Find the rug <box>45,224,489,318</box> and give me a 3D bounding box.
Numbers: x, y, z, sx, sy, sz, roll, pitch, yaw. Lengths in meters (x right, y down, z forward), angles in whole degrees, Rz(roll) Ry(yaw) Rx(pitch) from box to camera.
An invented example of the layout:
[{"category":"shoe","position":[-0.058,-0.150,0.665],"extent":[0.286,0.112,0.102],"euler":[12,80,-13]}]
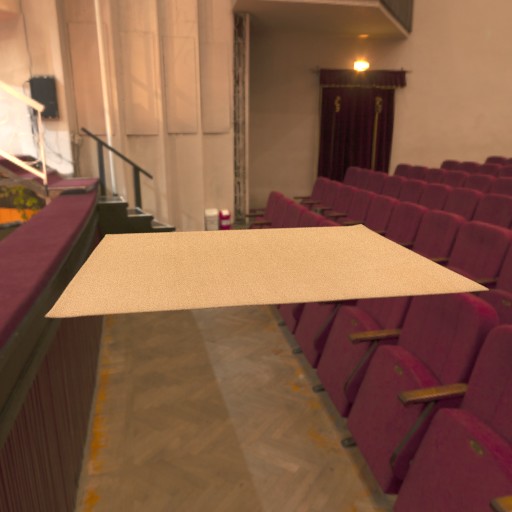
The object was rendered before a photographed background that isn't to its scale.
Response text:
[{"category":"rug","position":[0.000,0.000,3.903],"extent":[2.897,0.035,2.277],"euler":[-3,16,-9]}]
